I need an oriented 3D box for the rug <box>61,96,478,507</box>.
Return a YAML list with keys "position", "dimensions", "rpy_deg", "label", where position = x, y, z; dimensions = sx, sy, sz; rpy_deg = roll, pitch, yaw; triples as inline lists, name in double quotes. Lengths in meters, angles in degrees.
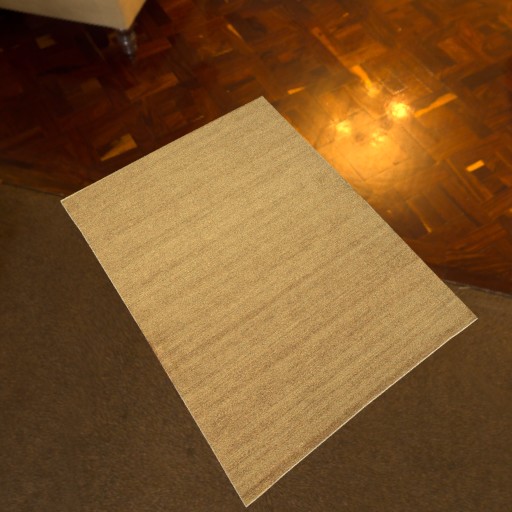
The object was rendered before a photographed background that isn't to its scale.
- position: [0.000, 0.000, 4.063]
  dimensions: [2.434, 0.045, 3.202]
  rpy_deg: [-32, 68, -15]
  label: "rug"
